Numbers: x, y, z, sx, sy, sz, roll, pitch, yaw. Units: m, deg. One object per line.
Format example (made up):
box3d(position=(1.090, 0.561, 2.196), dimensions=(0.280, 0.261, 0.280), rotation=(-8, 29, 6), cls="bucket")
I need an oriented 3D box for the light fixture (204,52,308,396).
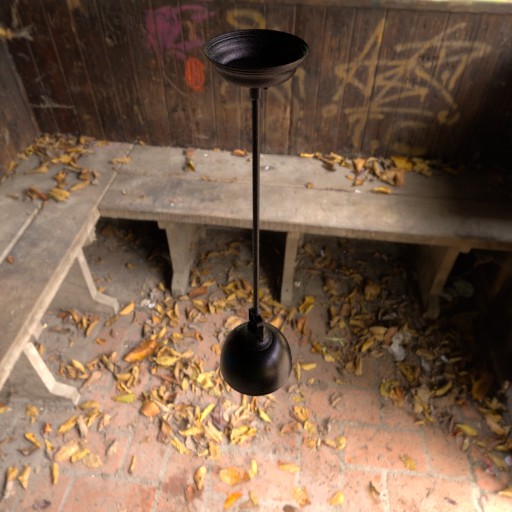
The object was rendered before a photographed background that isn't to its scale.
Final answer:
box3d(position=(0.000, 0.000, 0.847), dimensions=(0.182, 0.768, 0.182), rotation=(-16, 47, -15), cls="light fixture")
